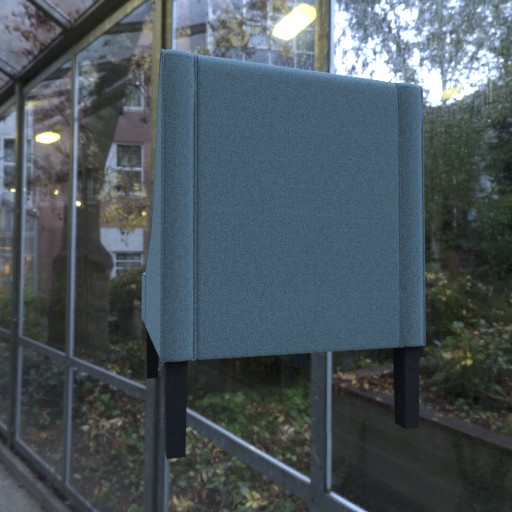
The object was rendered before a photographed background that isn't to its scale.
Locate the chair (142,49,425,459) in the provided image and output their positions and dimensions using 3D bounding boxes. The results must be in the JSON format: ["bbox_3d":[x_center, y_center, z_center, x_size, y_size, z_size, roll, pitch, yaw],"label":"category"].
[{"bbox_3d":[0.000,0.000,1.801,0.857,1.133,1.025,0,-1,-17],"label":"chair"}]
